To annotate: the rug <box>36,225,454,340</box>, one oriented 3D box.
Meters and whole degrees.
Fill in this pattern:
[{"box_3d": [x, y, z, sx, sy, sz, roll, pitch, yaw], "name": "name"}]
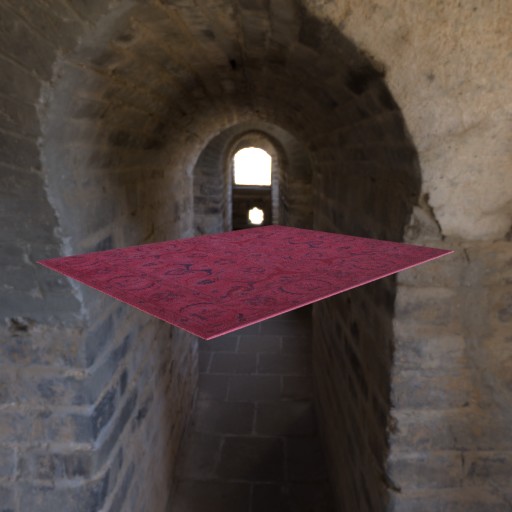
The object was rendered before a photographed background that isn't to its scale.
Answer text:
[{"box_3d": [0.000, 0.000, 3.934, 2.929, 0.012, 2.300, -12, 17, -43], "name": "rug"}]
